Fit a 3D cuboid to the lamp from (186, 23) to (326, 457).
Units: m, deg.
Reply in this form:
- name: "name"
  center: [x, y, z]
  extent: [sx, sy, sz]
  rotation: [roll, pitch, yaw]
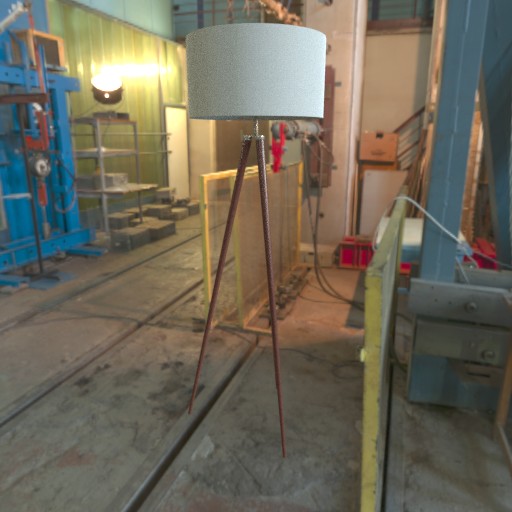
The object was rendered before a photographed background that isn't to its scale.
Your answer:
- name: "lamp"
  center: [0.000, 0.000, 1.742]
  extent: [0.483, 1.553, 0.483]
  rotation: [-8, 17, -26]
